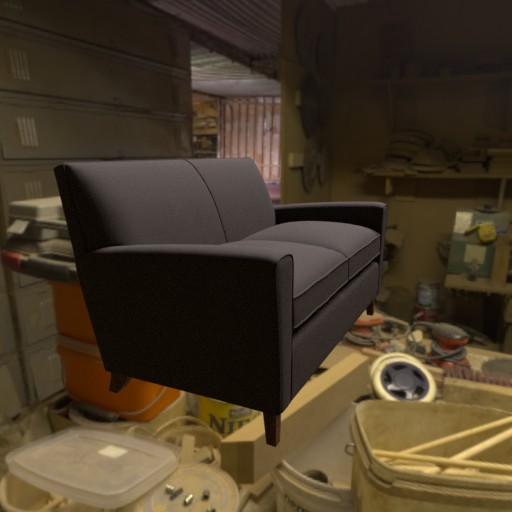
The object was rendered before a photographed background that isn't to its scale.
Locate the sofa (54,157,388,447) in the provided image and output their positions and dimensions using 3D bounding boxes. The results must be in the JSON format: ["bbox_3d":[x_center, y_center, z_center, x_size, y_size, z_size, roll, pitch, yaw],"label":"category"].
[{"bbox_3d":[0.000,0.000,1.996,0.871,0.846,1.420,7,15,27],"label":"sofa"}]
